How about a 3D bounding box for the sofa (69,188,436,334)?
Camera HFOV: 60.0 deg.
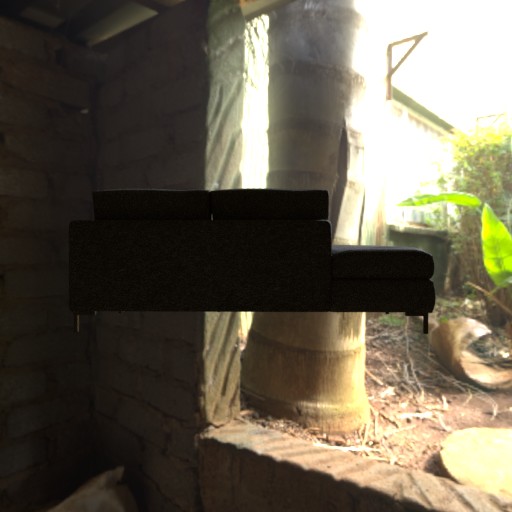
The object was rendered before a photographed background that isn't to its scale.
[{"bbox_3d":[0.000,0.000,3.846,2.007,0.815,2.949,0,1,1],"label":"sofa"}]
